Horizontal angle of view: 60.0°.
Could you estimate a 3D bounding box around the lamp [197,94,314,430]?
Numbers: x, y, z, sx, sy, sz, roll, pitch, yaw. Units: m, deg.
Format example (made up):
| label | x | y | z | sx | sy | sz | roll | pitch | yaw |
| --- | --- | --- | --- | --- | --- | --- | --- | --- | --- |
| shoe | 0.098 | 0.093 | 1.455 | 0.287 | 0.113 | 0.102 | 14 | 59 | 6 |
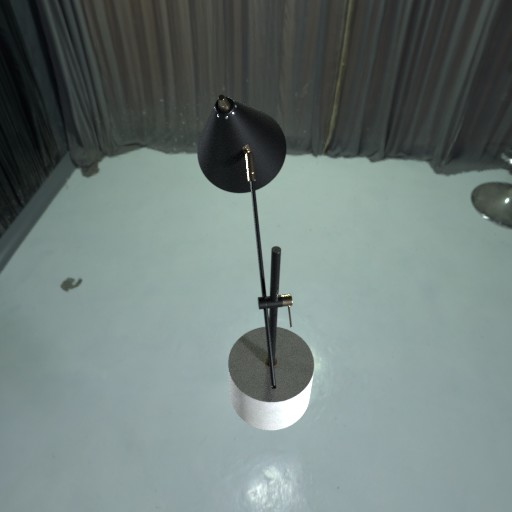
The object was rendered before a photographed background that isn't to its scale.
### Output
| label | x | y | z | sx | sy | sz | roll | pitch | yaw |
| --- | --- | --- | --- | --- | --- | --- | --- | --- | --- |
| lamp | 0.000 | 0.000 | 0.738 | 0.214 | 0.518 | 0.403 | 2 | 46 | 2 |
